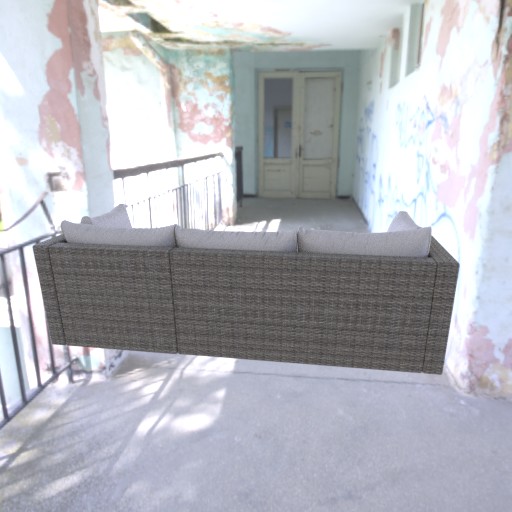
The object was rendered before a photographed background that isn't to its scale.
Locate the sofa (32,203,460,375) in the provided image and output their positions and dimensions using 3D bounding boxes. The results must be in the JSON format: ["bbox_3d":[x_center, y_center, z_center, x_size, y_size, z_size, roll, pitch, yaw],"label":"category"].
[{"bbox_3d":[0.000,0.000,3.082,2.192,0.766,1.662,2,16,9],"label":"sofa"}]
